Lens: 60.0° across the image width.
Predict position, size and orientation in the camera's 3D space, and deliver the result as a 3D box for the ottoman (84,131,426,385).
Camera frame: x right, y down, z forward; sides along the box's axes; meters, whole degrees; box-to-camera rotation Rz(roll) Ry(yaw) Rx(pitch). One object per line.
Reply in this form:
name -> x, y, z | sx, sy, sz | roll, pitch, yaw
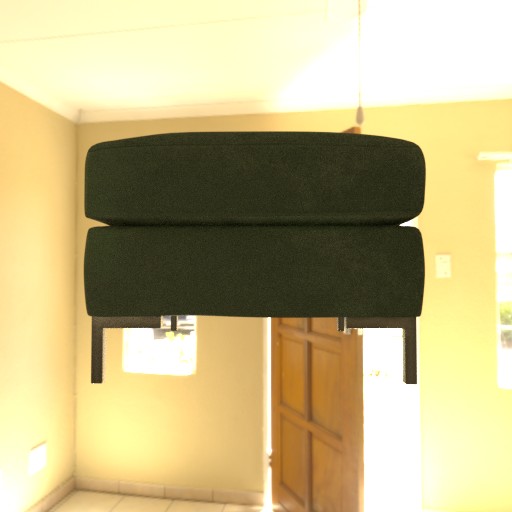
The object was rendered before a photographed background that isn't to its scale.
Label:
ottoman -> 0.000, 0.000, 1.292 | 0.701, 0.538, 0.839 | 0, -2, 1
